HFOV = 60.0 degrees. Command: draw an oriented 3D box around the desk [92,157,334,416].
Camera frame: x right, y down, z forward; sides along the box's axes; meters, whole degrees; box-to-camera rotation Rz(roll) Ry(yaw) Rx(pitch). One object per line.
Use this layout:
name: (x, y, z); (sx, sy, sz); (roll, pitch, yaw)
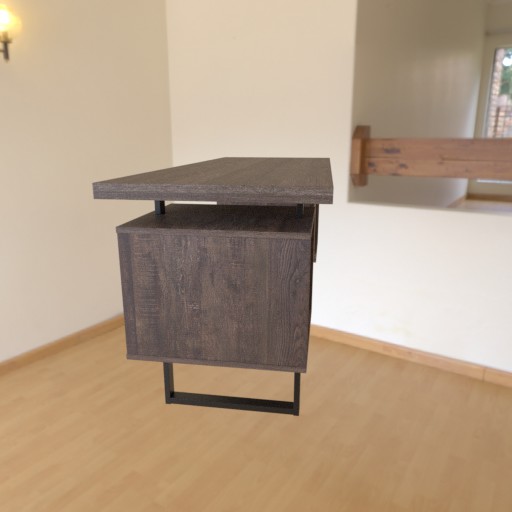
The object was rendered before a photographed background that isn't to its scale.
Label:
desk: (0.000, 0.000, 1.898); (0.600, 0.760, 1.524); (2, 15, 8)
